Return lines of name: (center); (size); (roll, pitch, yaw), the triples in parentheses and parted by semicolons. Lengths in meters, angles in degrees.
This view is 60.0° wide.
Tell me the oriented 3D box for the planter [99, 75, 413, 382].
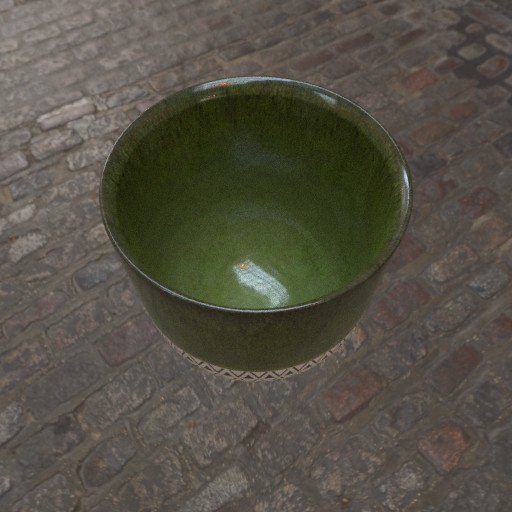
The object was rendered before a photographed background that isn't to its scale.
planter: (0.000, 0.000, 0.493); (0.266, 0.270, 0.266); (0, 58, 0)
